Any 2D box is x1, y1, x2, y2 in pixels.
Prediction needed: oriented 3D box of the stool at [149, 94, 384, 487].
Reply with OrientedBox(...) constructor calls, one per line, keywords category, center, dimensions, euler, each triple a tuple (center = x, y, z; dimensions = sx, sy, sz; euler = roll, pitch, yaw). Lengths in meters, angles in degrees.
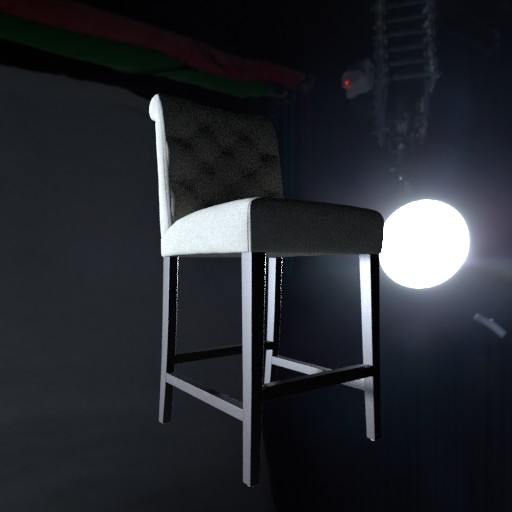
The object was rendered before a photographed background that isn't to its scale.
OrientedBox(category="stool", center=(0.000, 0.000, 1.350), dimensions=(0.493, 1.040, 0.601), euler=(1, -1, -36))
